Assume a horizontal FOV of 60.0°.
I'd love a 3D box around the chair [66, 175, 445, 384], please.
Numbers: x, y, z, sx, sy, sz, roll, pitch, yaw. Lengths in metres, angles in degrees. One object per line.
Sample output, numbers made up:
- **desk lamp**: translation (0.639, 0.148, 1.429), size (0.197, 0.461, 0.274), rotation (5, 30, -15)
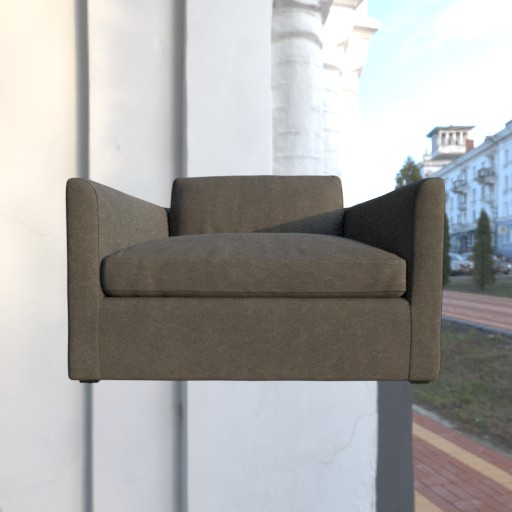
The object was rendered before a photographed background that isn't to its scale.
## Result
- **chair**: translation (0.000, 0.000, 1.899), size (1.190, 0.845, 1.091), rotation (0, 0, 0)
